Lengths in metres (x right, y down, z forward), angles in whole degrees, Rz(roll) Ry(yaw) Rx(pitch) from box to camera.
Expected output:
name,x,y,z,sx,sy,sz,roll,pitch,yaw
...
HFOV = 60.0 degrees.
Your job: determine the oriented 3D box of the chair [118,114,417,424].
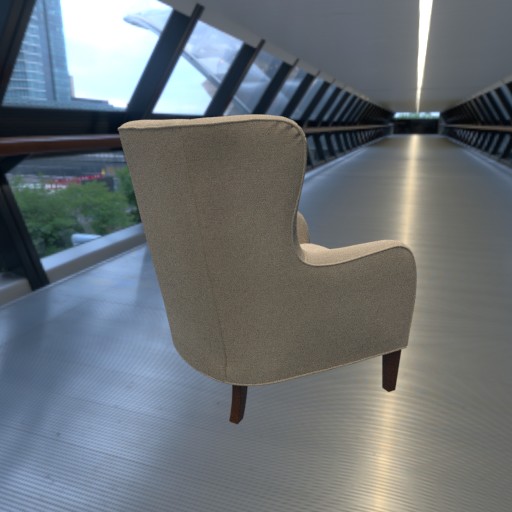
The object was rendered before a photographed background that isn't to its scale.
name,x,y,z,sx,sy,sz,roll,pitch,yaw
chair,0.000,0.000,1.764,0.966,1.040,0.838,-8,17,-25
